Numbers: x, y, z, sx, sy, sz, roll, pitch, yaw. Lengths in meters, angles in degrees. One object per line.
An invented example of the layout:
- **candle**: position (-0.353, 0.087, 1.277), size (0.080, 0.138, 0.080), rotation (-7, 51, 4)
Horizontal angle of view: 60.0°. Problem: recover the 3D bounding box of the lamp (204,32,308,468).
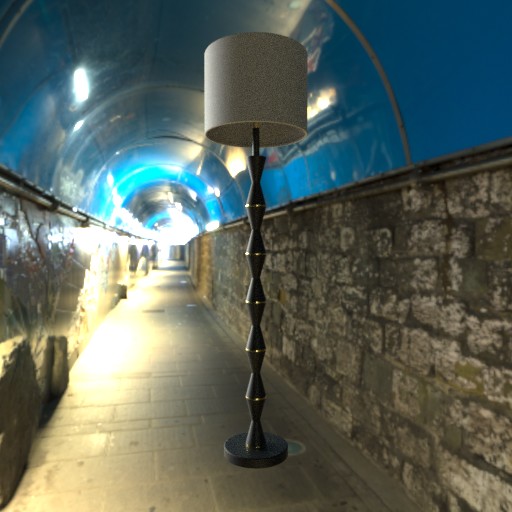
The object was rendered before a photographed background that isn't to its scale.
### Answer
- **lamp**: position (0.000, 0.000, 1.656), size (0.381, 1.480, 0.381), rotation (0, 1, -1)
